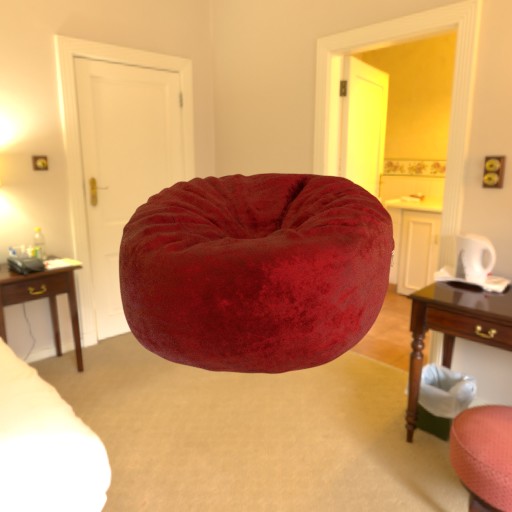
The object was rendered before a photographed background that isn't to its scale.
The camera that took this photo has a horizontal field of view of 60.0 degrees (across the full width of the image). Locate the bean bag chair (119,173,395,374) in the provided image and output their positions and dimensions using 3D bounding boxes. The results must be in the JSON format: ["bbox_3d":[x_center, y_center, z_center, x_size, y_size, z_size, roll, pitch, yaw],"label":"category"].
[{"bbox_3d":[0.000,0.000,2.486,1.524,0.878,1.524,2,13,8],"label":"bean bag chair"}]
